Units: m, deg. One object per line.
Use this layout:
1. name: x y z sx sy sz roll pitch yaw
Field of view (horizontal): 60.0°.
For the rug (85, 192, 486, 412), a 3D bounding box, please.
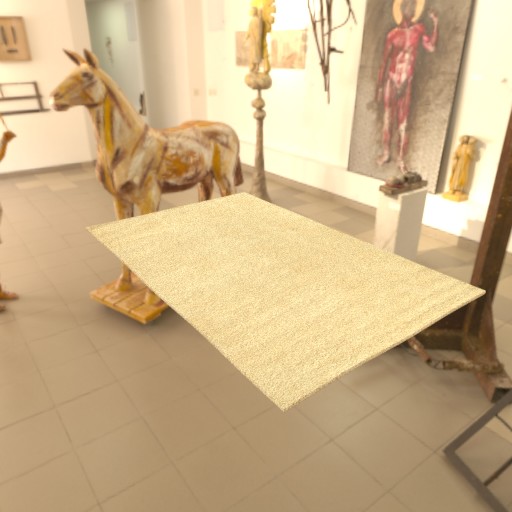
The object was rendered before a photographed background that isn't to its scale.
1. rug: 0.000 0.000 2.957 1.500 0.025 2.346 -18 31 -33
